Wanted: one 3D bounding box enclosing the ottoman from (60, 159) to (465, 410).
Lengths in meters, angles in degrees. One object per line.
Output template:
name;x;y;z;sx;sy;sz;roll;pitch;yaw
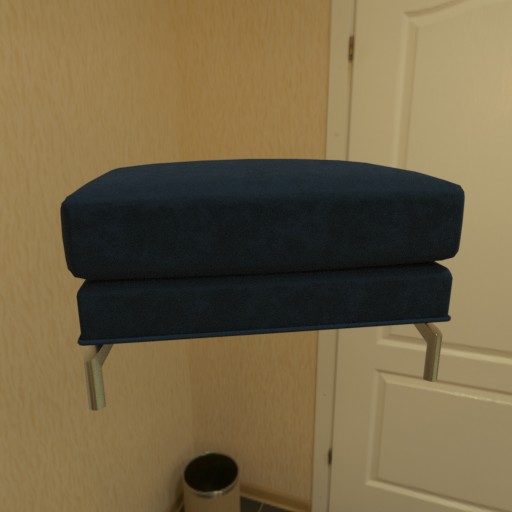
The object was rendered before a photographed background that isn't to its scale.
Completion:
ottoman;0.000;0.000;1.198;0.835;0.498;0.587;-2;16;-8
